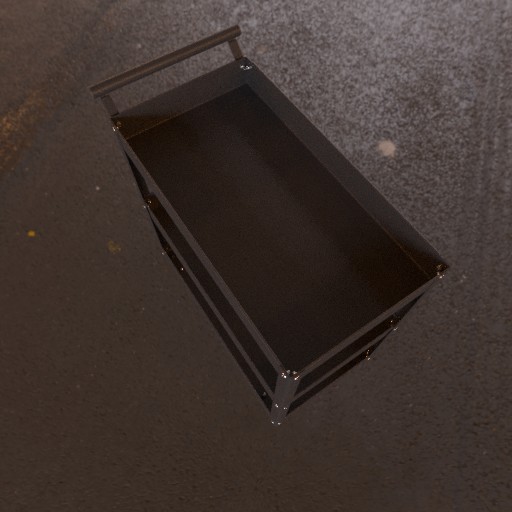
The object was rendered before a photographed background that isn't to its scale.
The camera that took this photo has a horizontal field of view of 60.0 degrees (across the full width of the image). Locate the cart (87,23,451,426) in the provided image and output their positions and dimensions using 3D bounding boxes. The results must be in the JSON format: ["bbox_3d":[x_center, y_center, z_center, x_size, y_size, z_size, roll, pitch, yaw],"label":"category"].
[{"bbox_3d":[0.000,0.000,1.171,0.366,0.780,0.719,-31,67,-15],"label":"cart"}]
